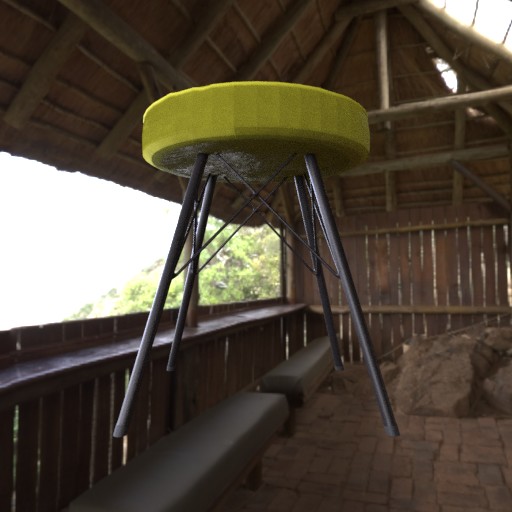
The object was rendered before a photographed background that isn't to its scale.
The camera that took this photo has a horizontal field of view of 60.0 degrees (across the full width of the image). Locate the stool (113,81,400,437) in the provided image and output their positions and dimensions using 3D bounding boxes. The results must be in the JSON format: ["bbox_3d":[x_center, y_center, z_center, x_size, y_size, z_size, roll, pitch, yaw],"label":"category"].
[{"bbox_3d":[0.000,0.000,0.817,0.409,0.508,0.409,0,-1,0],"label":"stool"}]
